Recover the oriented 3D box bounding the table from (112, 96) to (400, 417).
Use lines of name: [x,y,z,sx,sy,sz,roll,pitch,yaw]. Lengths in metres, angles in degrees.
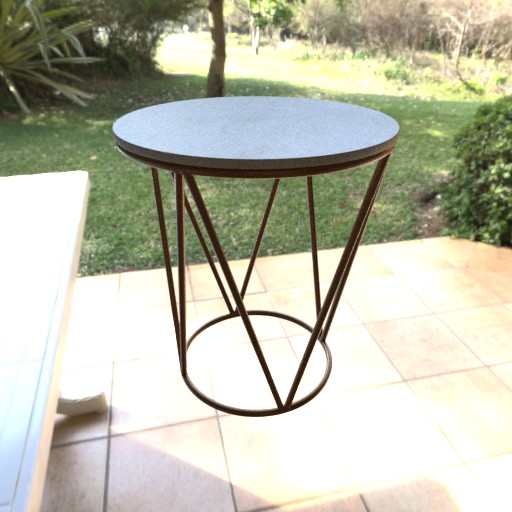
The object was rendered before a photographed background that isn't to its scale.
table: [0.000,0.000,0.936,0.500,0.564,0.500,0,29,0]
